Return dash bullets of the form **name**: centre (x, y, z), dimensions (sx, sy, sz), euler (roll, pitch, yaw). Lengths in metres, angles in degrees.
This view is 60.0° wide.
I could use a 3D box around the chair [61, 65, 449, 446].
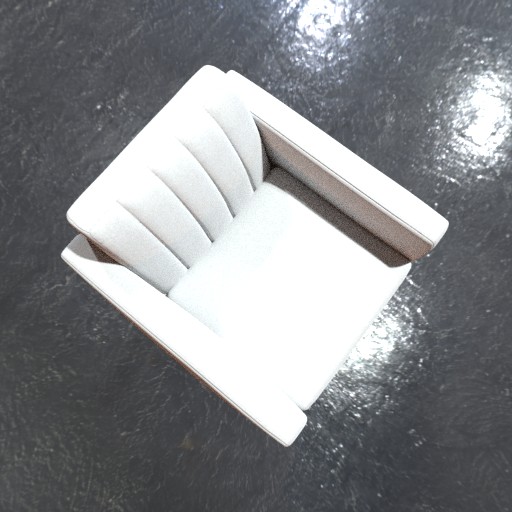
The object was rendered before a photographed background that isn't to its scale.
- **chair**: centre (0.000, 0.000, 1.704), dimensions (0.998, 0.819, 0.953), euler (38, 80, 8)
